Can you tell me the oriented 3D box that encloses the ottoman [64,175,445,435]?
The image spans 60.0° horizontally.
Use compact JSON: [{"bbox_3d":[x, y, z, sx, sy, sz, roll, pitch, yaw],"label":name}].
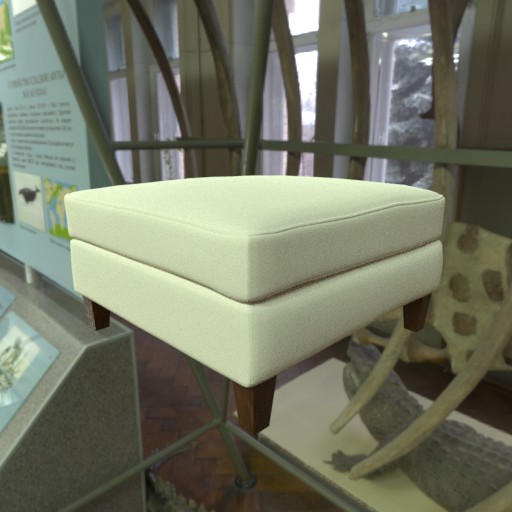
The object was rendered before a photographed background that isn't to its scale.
[{"bbox_3d":[0.000,0.000,1.367,0.838,0.479,0.838,-14,20,-43],"label":"ottoman"}]
